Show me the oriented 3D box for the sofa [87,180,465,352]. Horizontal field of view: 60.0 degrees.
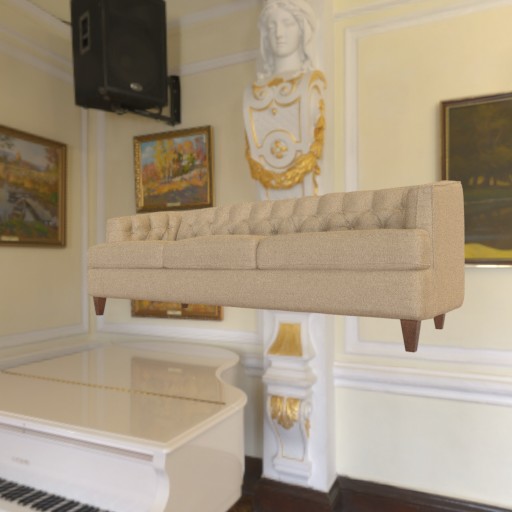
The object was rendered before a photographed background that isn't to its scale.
[{"bbox_3d":[0.000,0.000,2.675,2.235,0.788,0.913,-1,-2,37],"label":"sofa"}]
